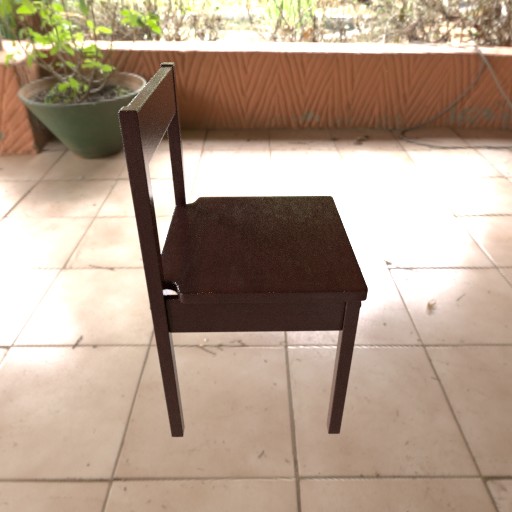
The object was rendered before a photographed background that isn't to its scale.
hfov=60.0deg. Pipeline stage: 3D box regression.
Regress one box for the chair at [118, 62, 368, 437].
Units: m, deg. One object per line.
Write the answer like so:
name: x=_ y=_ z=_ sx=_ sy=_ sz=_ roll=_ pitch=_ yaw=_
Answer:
chair: x=0.000 y=0.000 z=0.893 sx=0.361 sy=0.668 sz=0.367 roll=-1 pitch=33 yaw=-1
